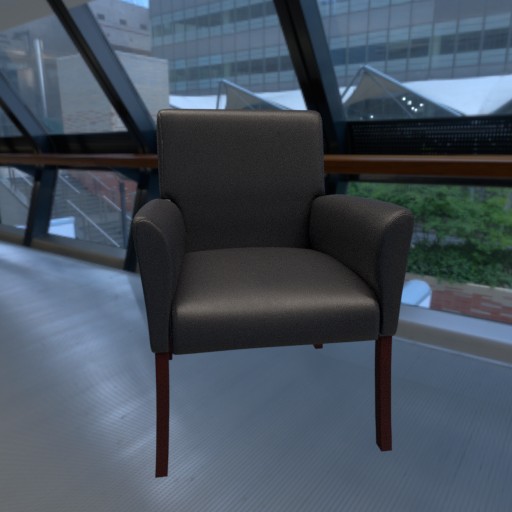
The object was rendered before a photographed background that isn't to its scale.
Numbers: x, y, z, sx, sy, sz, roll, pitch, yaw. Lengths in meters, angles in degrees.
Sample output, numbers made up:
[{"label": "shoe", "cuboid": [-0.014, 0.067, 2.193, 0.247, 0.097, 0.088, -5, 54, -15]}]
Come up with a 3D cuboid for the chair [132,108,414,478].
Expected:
[{"label": "chair", "cuboid": [0.000, 0.000, 1.437, 0.683, 0.951, 0.772, -2, 15, -9]}]
